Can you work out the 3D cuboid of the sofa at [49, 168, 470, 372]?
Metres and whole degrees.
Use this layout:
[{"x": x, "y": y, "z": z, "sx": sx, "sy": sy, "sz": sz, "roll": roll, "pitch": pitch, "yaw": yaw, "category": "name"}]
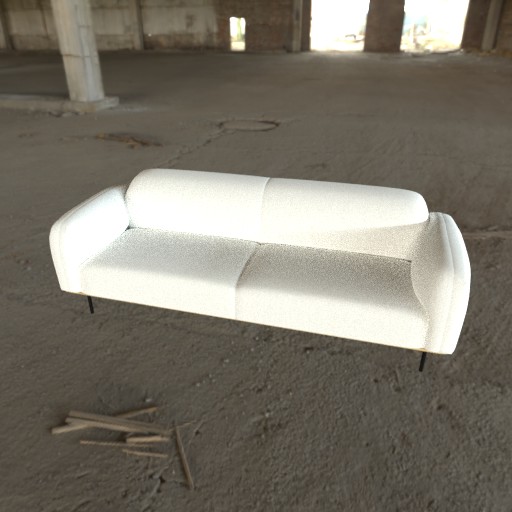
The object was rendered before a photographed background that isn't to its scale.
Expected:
[{"x": 0.000, "y": 0.000, "z": 2.661, "sx": 2.280, "sy": 0.780, "sz": 0.870, "roll": 7, "pitch": 28, "yaw": 14, "category": "sofa"}]
